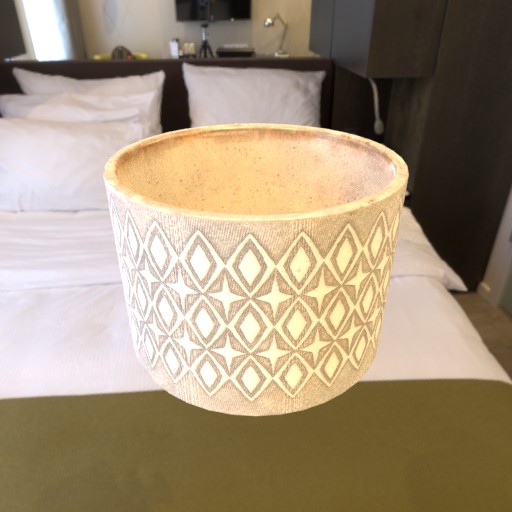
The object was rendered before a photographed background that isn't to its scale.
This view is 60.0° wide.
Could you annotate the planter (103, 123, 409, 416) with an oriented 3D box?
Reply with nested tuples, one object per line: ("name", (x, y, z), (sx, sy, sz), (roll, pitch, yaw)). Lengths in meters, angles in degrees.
("planter", (0.000, 0.000, 0.317), (0.186, 0.144, 0.186), (0, 30, 0))
